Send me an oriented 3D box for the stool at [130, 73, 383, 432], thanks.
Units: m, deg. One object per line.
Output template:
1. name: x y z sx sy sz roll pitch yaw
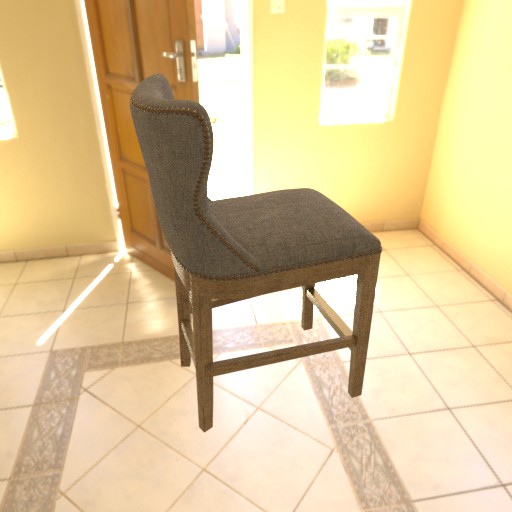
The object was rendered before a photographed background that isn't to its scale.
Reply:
1. stool: 0.000 0.000 1.321 0.608 0.981 0.498 -10 31 -17
